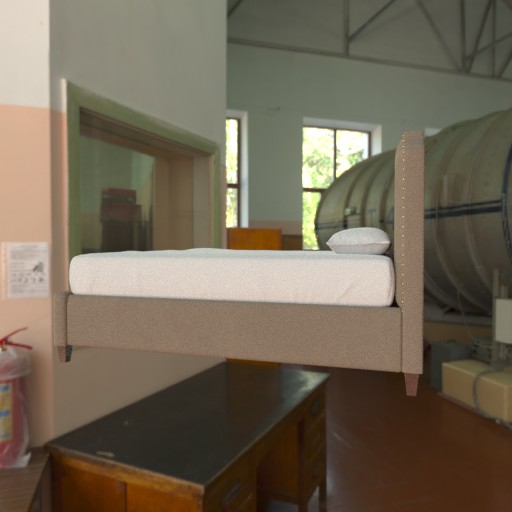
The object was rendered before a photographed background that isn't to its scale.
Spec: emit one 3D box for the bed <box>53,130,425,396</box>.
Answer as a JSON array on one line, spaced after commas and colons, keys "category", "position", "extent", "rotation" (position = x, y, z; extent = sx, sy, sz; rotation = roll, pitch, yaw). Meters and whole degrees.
[{"category": "bed", "position": [0.000, 0.000, 3.416], "extent": [2.329, 1.415, 1.703], "rotation": [0, 1, 17]}]
